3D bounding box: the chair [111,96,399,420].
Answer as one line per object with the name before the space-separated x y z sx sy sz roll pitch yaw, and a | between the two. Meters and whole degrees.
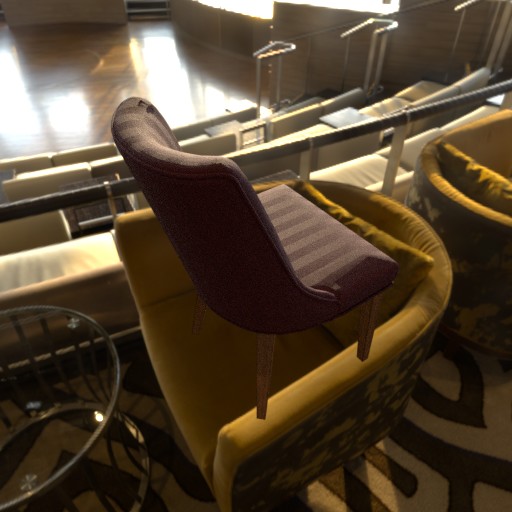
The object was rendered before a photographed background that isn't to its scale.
chair | 0.000 0.000 1.295 0.638 0.916 0.548 -25 47 -26
